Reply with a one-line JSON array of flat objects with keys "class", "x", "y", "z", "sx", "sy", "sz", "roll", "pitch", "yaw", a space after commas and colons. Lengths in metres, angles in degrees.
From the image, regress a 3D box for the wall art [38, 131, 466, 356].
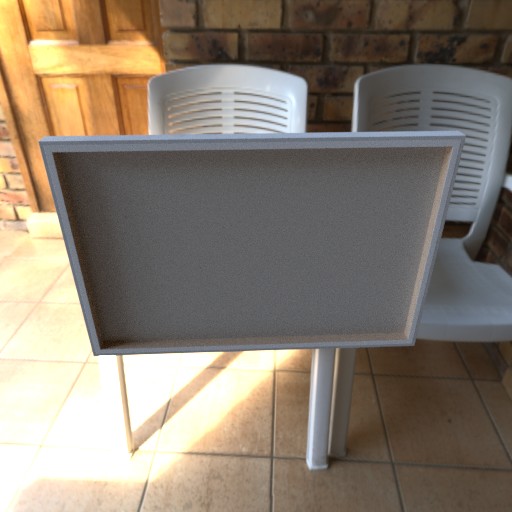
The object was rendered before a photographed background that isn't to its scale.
[{"class": "wall art", "x": 0.000, "y": 0.000, "z": 1.121, "sx": 0.915, "sy": 0.610, "sz": 0.038, "roll": -1, "pitch": 31, "yaw": -2}]
